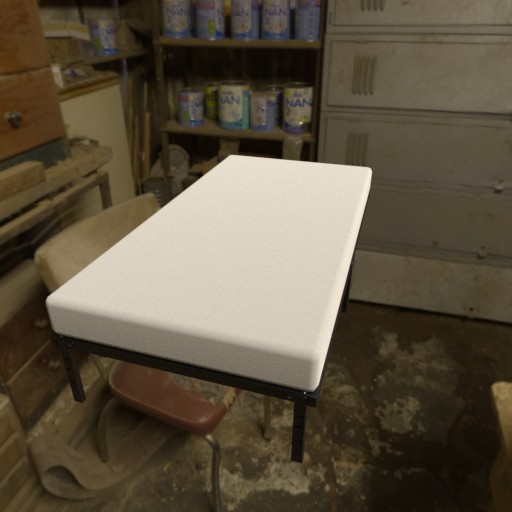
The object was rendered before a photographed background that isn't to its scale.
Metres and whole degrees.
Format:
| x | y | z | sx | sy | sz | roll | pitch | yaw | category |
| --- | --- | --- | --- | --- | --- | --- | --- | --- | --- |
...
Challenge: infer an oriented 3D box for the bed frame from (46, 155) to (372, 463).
| x | y | z | sx | sy | sz | roll | pitch | yaw | category |
| --- | --- | --- | --- | --- | --- | --- | --- | --- | --- |
| 0.000 | 0.000 | 3.225 | 1.393 | 0.680 | 2.635 | 9 | 30 | 15 | bed frame |
